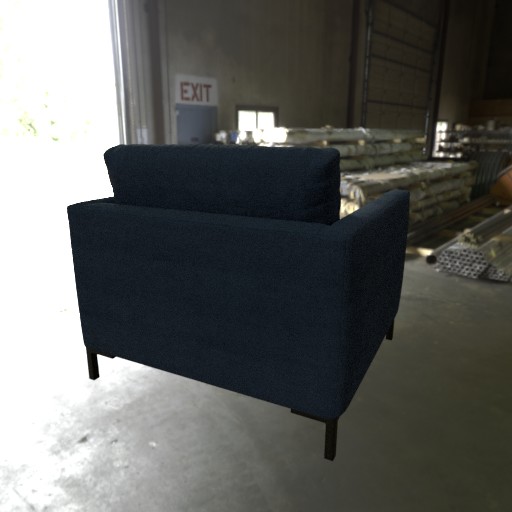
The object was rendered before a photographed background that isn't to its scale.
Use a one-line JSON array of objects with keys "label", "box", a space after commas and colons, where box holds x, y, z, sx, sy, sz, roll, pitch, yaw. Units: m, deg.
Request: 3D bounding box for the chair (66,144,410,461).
[{"label": "chair", "box": [0.000, 0.000, 1.634, 0.964, 0.812, 0.875, 8, 17, 26]}]
